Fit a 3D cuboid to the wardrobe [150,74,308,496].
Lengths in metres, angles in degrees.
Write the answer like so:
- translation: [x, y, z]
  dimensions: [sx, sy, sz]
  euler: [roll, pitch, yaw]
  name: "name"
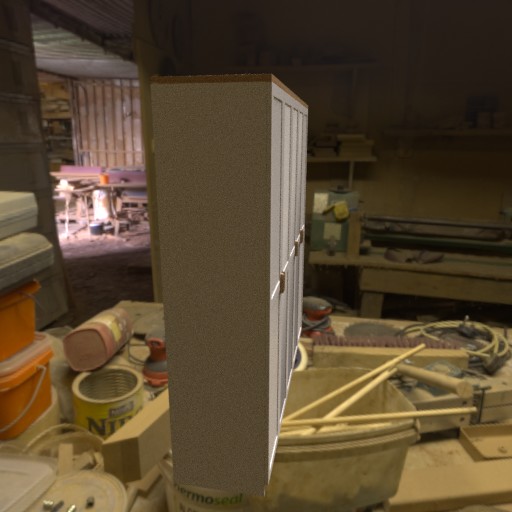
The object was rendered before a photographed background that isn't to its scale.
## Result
- translation: [0.000, 0.000, 3.316]
  dimensions: [0.590, 2.260, 2.160]
  euler: [3, 15, 10]
  name: "wardrobe"
